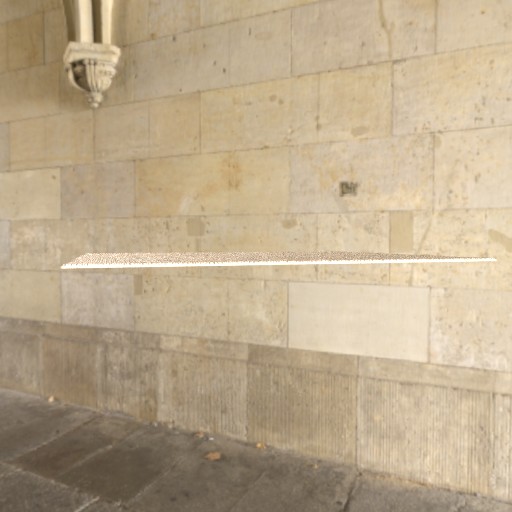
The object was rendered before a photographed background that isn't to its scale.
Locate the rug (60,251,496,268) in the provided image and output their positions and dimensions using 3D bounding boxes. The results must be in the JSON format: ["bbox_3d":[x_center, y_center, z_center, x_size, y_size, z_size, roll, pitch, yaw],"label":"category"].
[{"bbox_3d":[0.000,0.000,4.042,3.052,0.030,2.429,-1,2,-18],"label":"rug"}]
